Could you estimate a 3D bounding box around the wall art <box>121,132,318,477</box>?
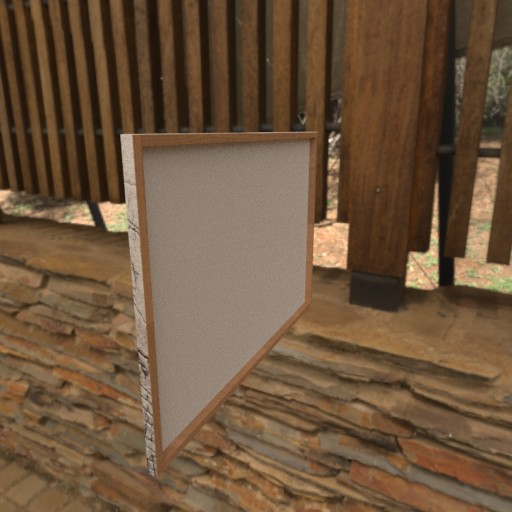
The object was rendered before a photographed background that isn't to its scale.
[{"bbox_3d":[0.000,0.000,1.133,0.023,0.607,0.914,7,17,24],"label":"wall art"}]
